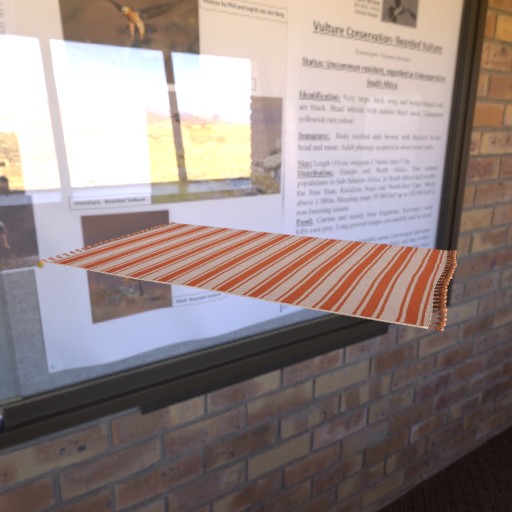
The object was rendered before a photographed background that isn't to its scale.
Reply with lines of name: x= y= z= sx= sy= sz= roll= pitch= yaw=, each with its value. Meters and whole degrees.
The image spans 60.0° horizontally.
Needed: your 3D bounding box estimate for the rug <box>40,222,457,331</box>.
rug: x=0.000 y=0.000 z=2.545 sx=2.092 sy=0.017 sz=1.232 roll=7 pitch=17 yaw=25
